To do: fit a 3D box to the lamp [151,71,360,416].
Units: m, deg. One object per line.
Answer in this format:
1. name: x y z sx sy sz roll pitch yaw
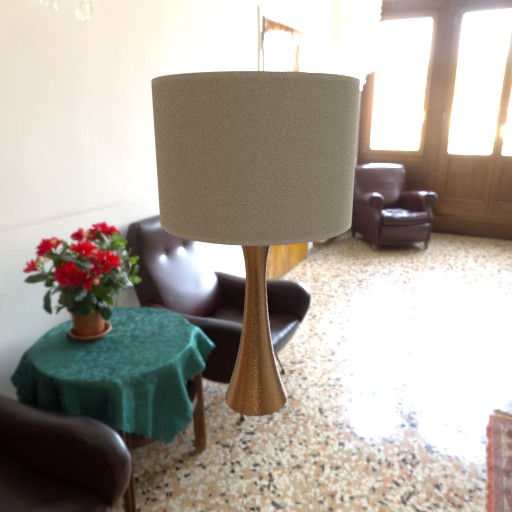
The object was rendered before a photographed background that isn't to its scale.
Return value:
1. lamp: 0.000 0.000 0.652 0.268 0.479 0.268 -2 17 -8
